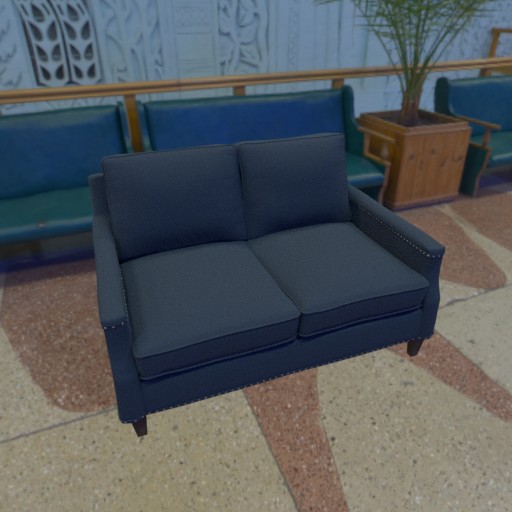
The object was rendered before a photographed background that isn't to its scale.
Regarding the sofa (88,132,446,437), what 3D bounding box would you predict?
[{"bbox_3d":[0.000,0.000,2.309,1.597,1.003,1.084,-11,32,-17],"label":"sofa"}]
